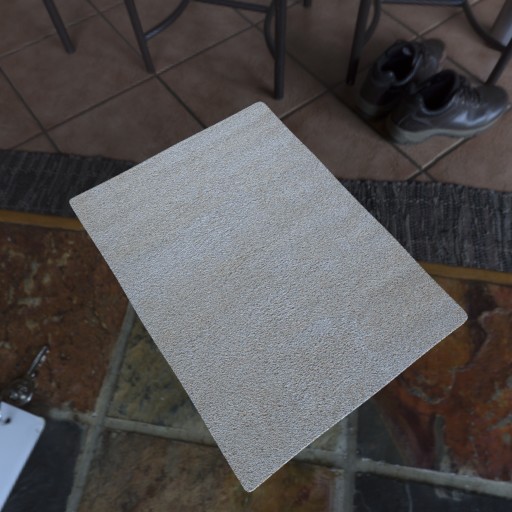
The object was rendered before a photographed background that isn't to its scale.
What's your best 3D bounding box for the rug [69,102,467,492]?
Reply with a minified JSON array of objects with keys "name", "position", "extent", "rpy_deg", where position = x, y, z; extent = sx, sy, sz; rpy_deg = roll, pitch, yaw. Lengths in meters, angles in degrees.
[{"name":"rug","position":[0.000,0.000,2.108],"extent":[1.199,0.025,1.600],"rpy_deg":[-32,68,-15]}]
